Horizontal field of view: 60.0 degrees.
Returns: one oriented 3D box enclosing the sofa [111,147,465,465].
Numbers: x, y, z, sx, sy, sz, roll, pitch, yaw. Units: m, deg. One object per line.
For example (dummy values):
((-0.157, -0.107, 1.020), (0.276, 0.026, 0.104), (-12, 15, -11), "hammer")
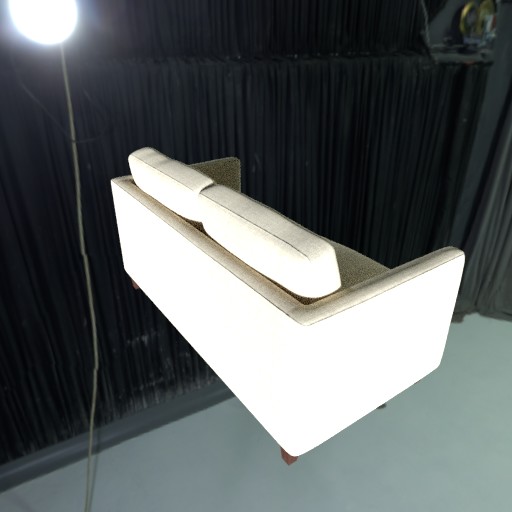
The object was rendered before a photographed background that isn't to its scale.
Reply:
((0.000, 0.000, 2.446), (0.950, 0.963, 1.884), (-18, 33, -30), "sofa")
